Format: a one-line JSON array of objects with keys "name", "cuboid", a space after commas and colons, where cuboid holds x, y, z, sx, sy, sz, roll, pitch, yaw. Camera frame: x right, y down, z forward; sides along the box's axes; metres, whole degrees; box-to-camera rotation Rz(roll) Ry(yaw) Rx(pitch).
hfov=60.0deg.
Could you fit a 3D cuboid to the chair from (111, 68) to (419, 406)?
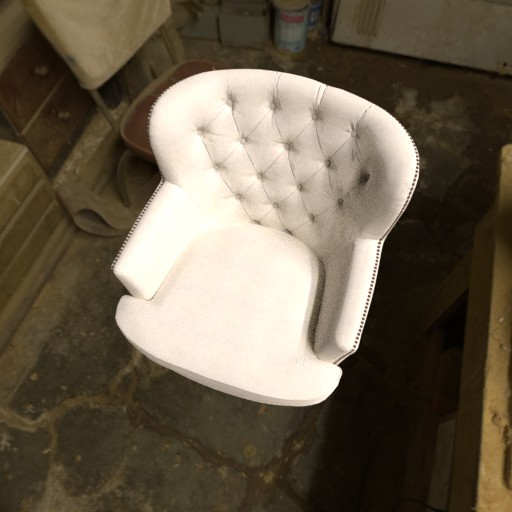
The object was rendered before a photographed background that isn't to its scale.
[{"name": "chair", "cuboid": [0.000, 0.000, 1.570, 0.848, 0.868, 0.906, 17, 61, 10]}]
